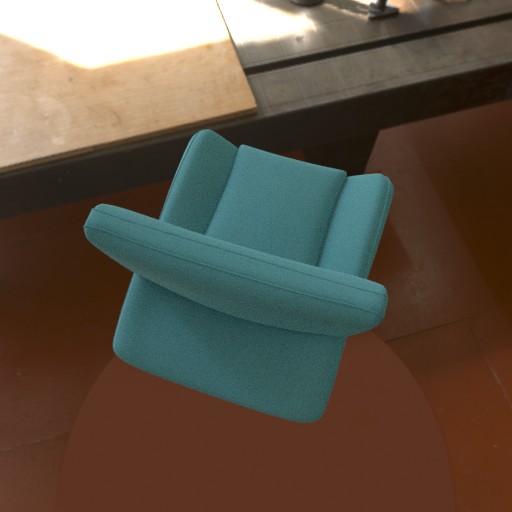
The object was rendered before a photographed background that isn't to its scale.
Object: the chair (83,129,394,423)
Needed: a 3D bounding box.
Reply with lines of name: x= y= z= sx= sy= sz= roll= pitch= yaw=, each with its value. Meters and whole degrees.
chair: x=0.000 y=0.000 z=1.630 sx=0.859 sy=0.855 sz=1.008 roll=16 pitch=65 yaw=8
